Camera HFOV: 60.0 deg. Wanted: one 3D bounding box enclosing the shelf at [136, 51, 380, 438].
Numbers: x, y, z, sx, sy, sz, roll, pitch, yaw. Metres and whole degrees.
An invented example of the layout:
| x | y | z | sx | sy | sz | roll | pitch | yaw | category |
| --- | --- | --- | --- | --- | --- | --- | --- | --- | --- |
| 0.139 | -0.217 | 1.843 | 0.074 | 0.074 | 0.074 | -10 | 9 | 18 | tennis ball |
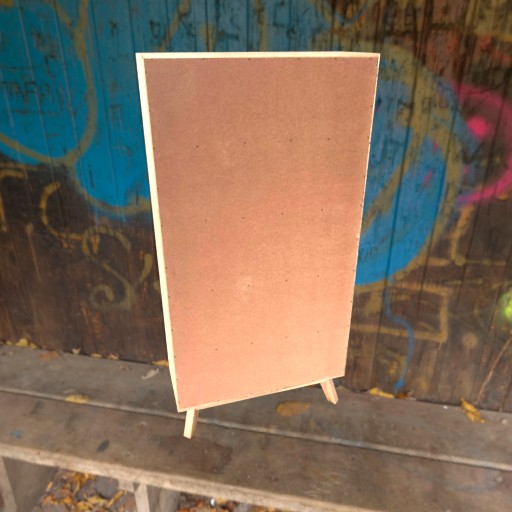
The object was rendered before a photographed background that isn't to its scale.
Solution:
| x | y | z | sx | sy | sz | roll | pitch | yaw | category |
| --- | --- | --- | --- | --- | --- | --- | --- | --- | --- |
| 0.000 | 0.000 | 1.766 | 0.748 | 1.471 | 0.308 | -8 | 27 | -15 | shelf |
